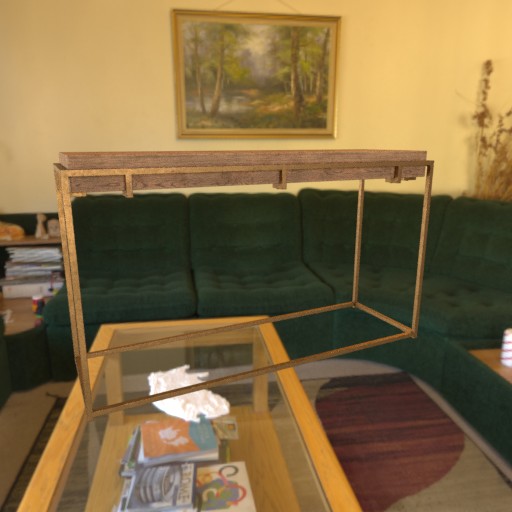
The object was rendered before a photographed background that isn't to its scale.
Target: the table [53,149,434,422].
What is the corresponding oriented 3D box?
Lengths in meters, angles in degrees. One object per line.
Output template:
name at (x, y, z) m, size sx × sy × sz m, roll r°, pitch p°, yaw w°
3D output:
table at (0.000, 0.000, 1.785) m, size 1.400 × 0.820 × 0.440 m, roll -7°, pitch 16°, yaw -25°
